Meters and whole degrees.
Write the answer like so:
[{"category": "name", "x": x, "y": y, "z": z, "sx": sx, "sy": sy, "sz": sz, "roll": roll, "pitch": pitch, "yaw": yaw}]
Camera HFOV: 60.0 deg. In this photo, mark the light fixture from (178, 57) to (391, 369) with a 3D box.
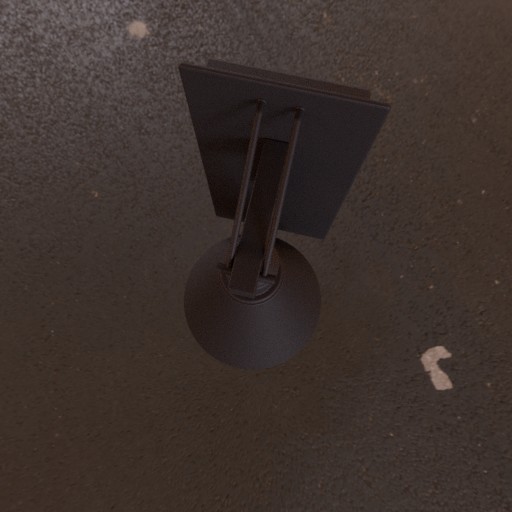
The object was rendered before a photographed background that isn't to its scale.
[{"category": "light fixture", "x": 0.000, "y": 0.000, "z": 0.420, "sx": 0.170, "sy": 0.298, "sz": 0.207, "roll": 13, "pitch": 76, "yaw": 3}]
